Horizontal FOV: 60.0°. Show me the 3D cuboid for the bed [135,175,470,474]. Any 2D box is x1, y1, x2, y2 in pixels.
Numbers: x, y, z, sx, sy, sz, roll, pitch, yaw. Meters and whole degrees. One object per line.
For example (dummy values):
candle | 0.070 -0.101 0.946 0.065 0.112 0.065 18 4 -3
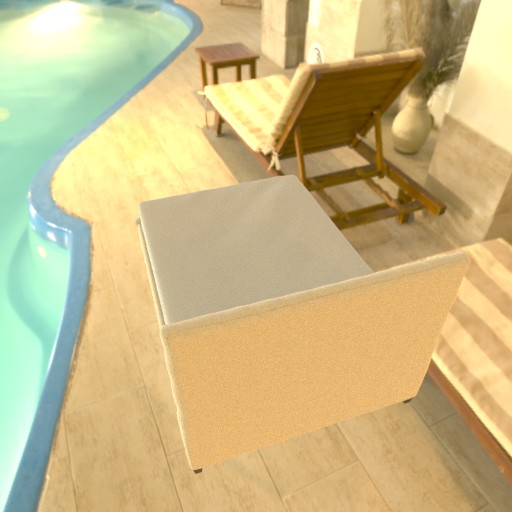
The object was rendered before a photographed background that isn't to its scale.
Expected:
bed | 0.000 0.000 3.476 1.698 1.427 2.387 -13 43 -14
